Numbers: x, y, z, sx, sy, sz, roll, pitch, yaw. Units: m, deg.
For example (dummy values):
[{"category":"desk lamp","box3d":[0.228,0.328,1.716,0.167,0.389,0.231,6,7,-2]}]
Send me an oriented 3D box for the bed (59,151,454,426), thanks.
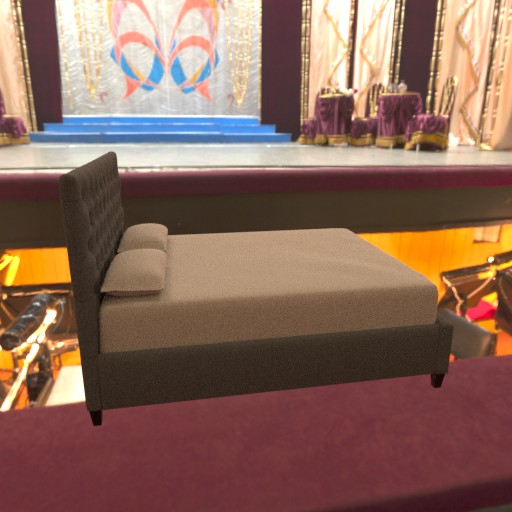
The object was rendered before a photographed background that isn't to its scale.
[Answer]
[{"category":"bed","box3d":[0.000,0.000,3.272,2.231,1.427,1.698,-3,17,-10]}]
